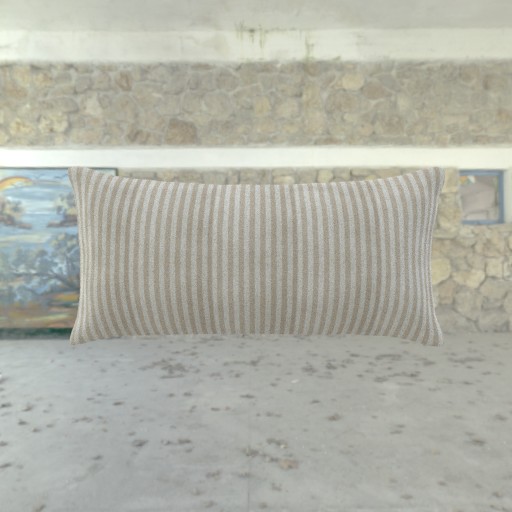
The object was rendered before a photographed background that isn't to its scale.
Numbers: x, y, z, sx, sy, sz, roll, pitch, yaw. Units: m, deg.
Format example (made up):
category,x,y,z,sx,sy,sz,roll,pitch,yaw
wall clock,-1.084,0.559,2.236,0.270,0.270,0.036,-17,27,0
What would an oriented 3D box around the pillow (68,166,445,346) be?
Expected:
category,x,y,z,sx,sy,sz,roll,pitch,yaw
pillow,0.000,0.000,0.728,0.617,0.295,0.151,0,0,0
